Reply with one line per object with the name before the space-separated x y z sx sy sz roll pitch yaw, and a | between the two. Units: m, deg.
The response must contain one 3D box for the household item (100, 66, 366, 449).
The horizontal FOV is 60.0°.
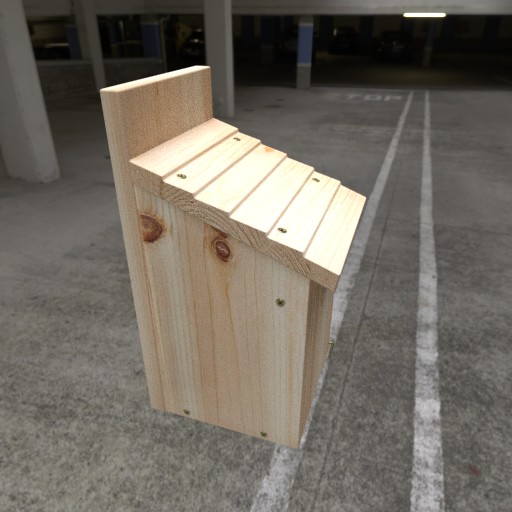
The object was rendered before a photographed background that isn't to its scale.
household item | 0.000 0.000 0.404 0.171 0.300 0.149 10 31 17
